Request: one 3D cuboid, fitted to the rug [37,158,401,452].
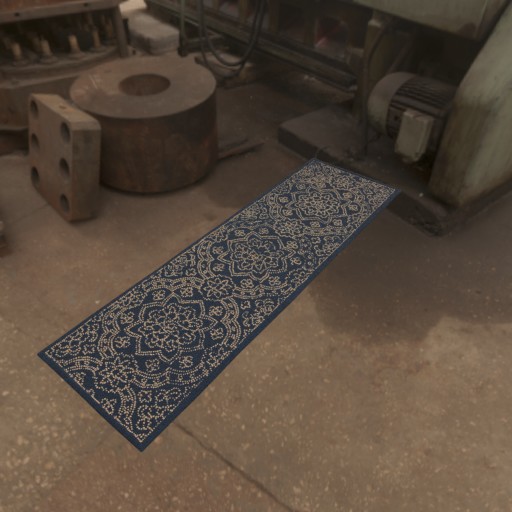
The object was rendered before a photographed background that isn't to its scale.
[{"bbox_3d":[0.000,0.000,2.678,0.769,0.012,2.448,28,48,28],"label":"rug"}]
